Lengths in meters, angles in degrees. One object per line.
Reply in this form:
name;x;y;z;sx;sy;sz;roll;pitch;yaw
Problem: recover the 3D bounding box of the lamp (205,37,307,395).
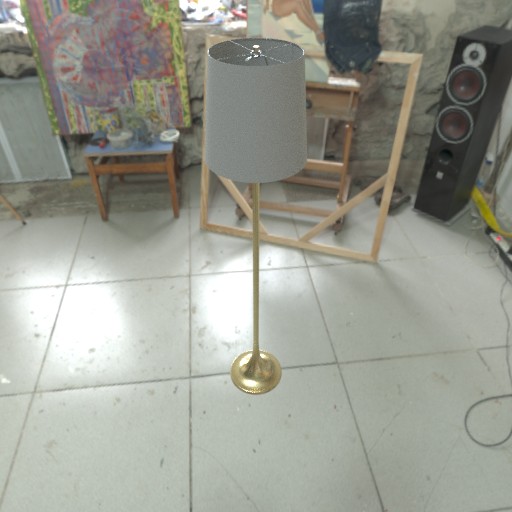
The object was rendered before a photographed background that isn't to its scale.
lamp;0.000;0.000;1.743;0.337;1.543;0.337;0;40;0
